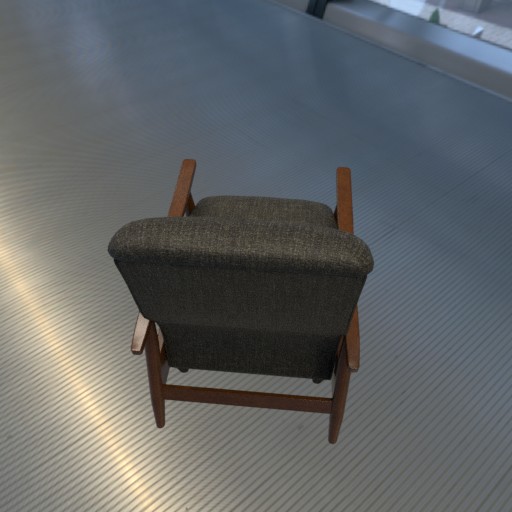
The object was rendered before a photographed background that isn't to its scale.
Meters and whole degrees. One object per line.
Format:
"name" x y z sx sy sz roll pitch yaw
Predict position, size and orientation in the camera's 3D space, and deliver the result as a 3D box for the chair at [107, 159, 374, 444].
"chair" 0.000 0.000 1.733 0.762 1.082 1.014 4 46 4
